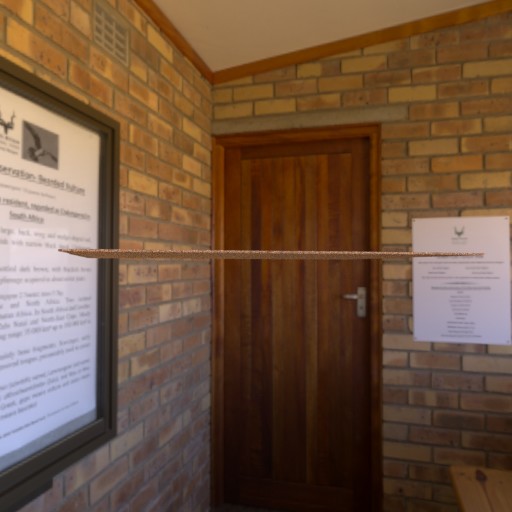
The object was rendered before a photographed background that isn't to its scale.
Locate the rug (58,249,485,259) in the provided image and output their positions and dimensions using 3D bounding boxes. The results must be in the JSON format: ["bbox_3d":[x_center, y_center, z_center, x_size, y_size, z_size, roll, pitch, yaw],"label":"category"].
[{"bbox_3d":[0.000,0.000,2.823,2.141,0.013,1.566,0,-1,-17],"label":"rug"}]
